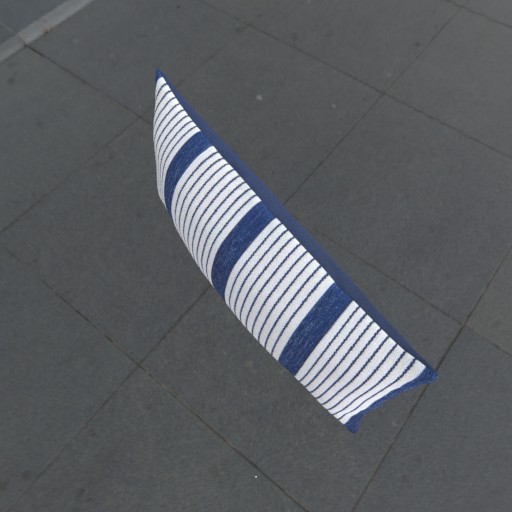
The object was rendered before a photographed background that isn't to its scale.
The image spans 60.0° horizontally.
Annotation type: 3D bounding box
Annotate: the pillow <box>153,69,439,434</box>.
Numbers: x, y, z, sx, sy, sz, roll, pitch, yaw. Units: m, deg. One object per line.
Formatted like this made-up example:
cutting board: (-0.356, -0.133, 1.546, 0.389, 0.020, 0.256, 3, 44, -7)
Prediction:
pillow: (0.000, 0.000, 0.721, 0.156, 0.292, 0.608, -34, 68, -16)
